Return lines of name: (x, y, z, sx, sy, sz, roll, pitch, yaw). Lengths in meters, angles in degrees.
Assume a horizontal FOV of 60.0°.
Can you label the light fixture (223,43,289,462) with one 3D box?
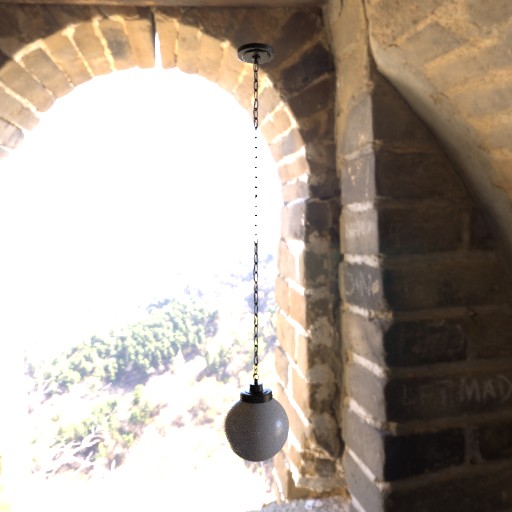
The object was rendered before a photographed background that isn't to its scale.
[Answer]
light fixture: (0.000, 0.000, 2.034, 0.305, 1.867, 0.304, 0, 1, 35)
